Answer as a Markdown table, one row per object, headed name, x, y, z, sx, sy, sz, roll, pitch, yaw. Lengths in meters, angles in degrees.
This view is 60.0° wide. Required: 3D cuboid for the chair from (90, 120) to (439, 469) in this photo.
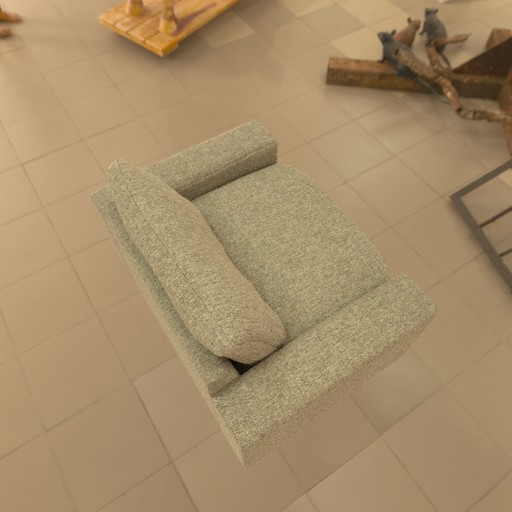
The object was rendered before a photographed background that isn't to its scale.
| name | x | y | z | sx | sy | sz | roll | pitch | yaw |
| --- | --- | --- | --- | --- | --- | --- | --- | --- | --- |
| chair | 0.000 | 0.000 | 2.089 | 1.039 | 0.915 | 1.398 | -29 | 62 | -17 |
